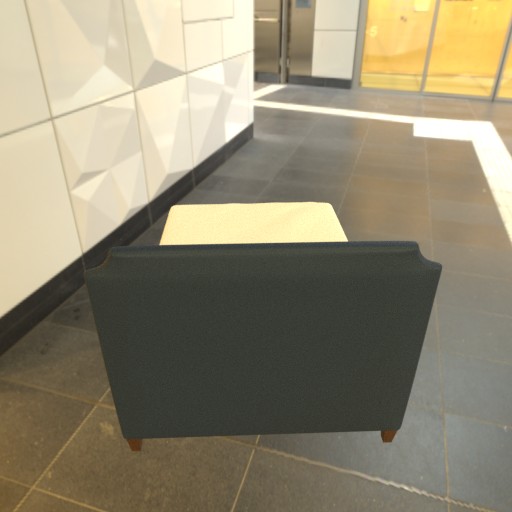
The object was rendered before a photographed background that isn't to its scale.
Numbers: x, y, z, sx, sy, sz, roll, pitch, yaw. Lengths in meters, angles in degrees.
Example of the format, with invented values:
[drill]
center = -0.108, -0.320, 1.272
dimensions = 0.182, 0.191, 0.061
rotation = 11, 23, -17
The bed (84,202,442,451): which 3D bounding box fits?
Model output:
[bed]
center = 0.000, 0.000, 3.380
dimensions = 1.712, 1.443, 2.372
rotation = -1, 30, -2
